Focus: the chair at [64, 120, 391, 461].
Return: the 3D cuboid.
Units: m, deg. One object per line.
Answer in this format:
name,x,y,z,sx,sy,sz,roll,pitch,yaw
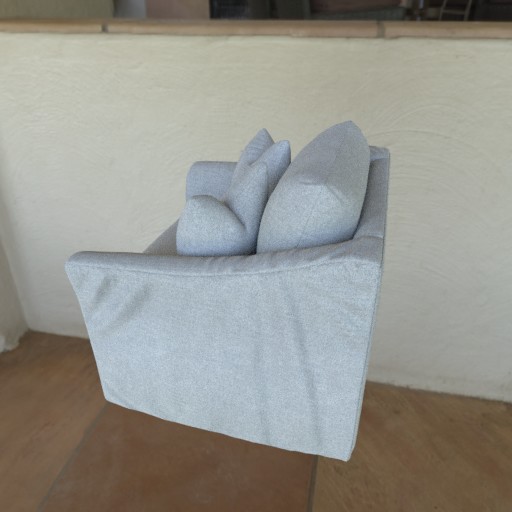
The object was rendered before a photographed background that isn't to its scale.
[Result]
chair,0.000,0.000,1.990,1.071,1.059,1.194,8,31,14
